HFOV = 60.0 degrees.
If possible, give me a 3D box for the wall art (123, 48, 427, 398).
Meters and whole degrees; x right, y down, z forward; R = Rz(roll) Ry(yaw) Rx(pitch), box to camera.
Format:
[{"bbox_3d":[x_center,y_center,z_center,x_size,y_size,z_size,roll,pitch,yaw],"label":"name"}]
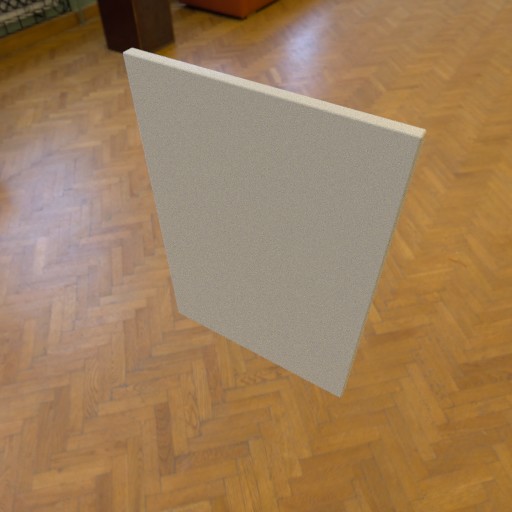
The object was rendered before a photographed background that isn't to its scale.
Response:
[{"bbox_3d":[0.000,0.000,1.020,0.556,0.813,0.026,24,51,21],"label":"wall art"}]
